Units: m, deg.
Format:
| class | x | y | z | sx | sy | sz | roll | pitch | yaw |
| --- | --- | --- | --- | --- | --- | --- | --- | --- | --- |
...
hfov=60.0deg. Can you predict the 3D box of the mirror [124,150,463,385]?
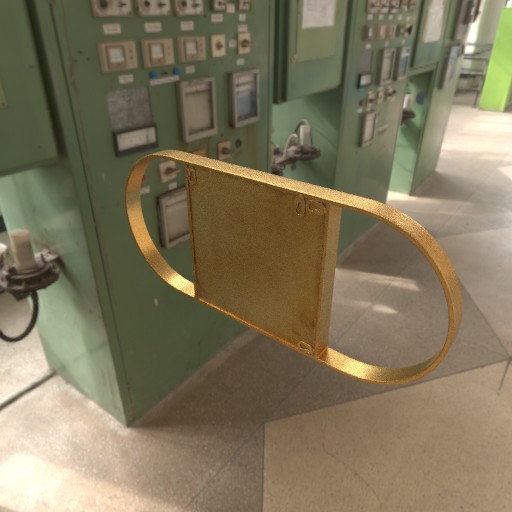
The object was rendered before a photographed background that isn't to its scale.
| class | x | y | z | sx | sy | sz | roll | pitch | yaw |
| --- | --- | --- | --- | --- | --- | --- | --- | --- | --- |
| mirror | 0.000 | 0.000 | 0.665 | 0.584 | 0.254 | 0.032 | 21 | 36 | 33 |
